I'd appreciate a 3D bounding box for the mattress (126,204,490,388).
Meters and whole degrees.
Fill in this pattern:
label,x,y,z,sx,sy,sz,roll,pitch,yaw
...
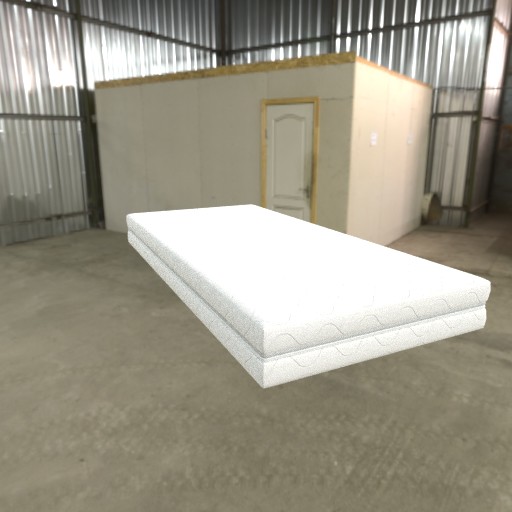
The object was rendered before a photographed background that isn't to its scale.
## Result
label,x,y,z,sx,sy,sz,roll,pitch,yaw
mattress,0.000,0.000,2.194,0.900,0.200,1.900,-7,17,-25
